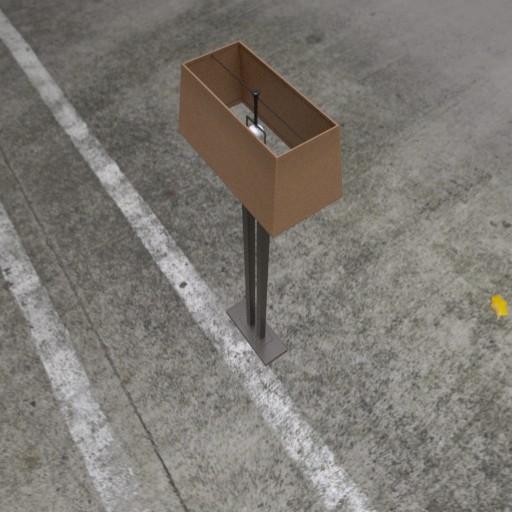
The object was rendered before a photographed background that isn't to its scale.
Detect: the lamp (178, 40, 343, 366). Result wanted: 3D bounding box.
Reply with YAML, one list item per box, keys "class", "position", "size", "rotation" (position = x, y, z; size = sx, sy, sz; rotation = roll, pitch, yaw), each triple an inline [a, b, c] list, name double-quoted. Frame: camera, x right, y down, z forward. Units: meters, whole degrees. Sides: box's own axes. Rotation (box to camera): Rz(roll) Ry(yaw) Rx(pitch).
- class: "lamp"
  position: [0.000, 0.000, 1.676]
  size: [0.233, 1.469, 0.475]
  rotation: [-31, 63, -18]
